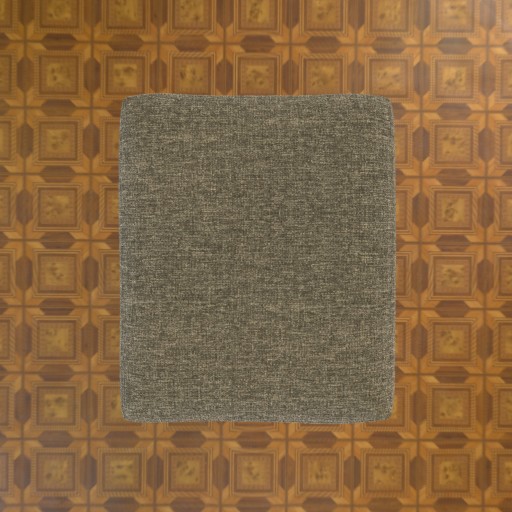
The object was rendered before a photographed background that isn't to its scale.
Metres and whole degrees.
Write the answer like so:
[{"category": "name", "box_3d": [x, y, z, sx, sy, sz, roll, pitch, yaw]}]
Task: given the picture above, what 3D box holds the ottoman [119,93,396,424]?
[{"category": "ottoman", "box_3d": [0.000, 0.000, 1.208, 0.683, 0.480, 0.828, 0, 90, 0]}]
